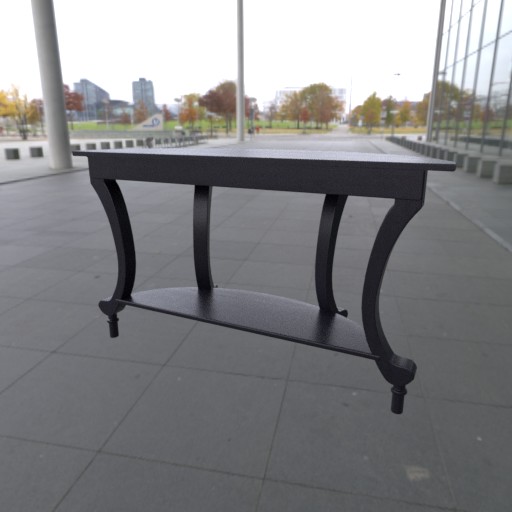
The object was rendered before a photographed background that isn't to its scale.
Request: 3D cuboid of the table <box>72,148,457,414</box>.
[{"bbox_3d":[0.000,0.000,1.519,1.198,0.692,0.394,8,18,25],"label":"table"}]
